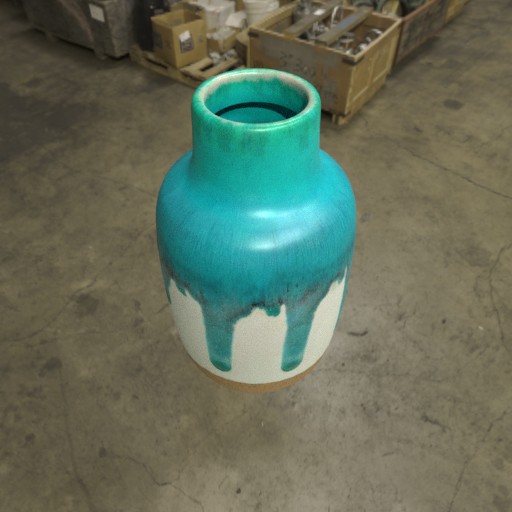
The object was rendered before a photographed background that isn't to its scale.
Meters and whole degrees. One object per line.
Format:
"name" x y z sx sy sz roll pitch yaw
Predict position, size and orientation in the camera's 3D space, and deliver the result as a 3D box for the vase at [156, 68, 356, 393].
"vase" 0.000 0.000 0.250 0.106 0.192 0.106 0 47 0
